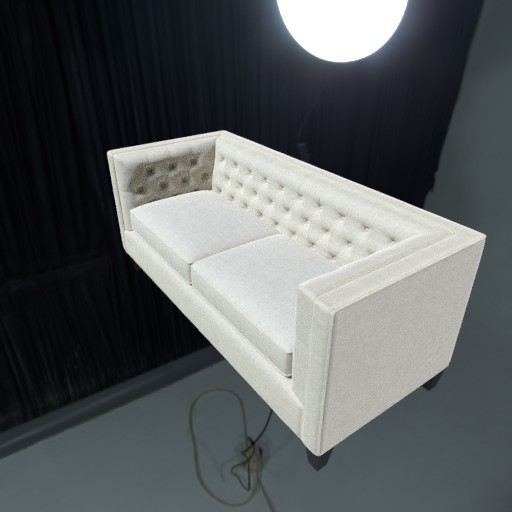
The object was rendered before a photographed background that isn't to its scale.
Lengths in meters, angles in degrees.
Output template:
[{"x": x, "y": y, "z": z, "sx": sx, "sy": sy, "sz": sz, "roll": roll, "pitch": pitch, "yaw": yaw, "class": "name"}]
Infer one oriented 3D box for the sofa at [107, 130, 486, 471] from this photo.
[{"x": 0.000, "y": 0.000, "z": 2.197, "sx": 0.775, "sy": 0.762, "sz": 1.778, "roll": -20, "pitch": 36, "yaw": -30, "class": "sofa"}]
